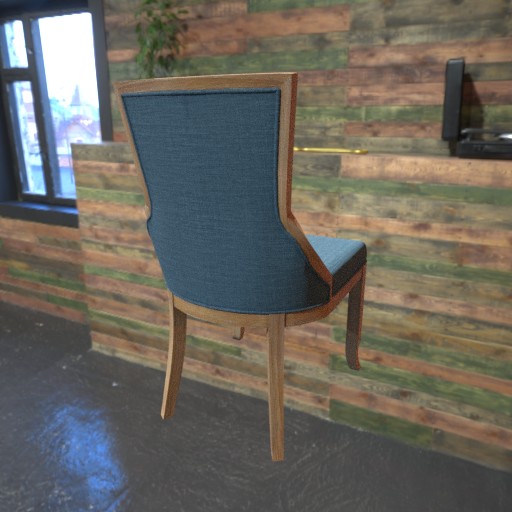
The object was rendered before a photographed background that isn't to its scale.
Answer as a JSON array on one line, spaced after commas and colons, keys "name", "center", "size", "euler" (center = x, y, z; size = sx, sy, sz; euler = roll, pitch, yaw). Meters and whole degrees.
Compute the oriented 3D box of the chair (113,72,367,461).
[{"name": "chair", "center": [0.000, 0.000, 1.316], "size": [0.524, 0.947, 0.641], "euler": [9, 19, 26]}]
